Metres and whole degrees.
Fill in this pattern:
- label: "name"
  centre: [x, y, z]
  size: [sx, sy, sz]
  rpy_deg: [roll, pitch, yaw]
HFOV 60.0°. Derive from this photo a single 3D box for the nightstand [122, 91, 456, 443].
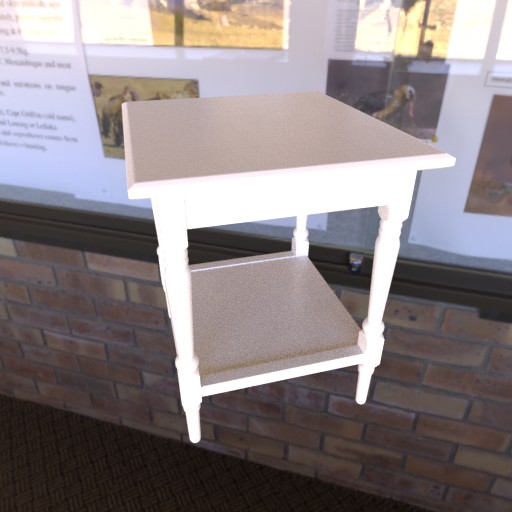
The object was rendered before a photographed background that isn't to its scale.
- label: "nightstand"
  centre: [0.000, 0.000, 0.933]
  size: [0.459, 0.555, 0.505]
  rpy_deg: [-8, 32, -13]
